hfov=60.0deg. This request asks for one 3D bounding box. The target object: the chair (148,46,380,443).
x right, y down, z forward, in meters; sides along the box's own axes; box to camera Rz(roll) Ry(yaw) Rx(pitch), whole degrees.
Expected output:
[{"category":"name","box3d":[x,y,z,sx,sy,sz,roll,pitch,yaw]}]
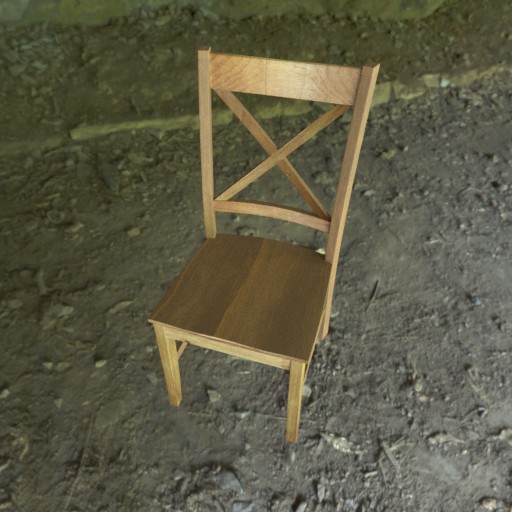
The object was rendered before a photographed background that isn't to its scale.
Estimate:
[{"category":"chair","box3d":[0.000,0.000,1.294,0.485,0.983,0.542,12,42,14]}]
